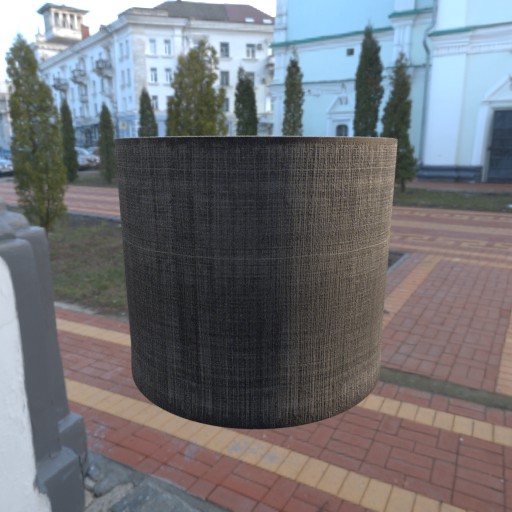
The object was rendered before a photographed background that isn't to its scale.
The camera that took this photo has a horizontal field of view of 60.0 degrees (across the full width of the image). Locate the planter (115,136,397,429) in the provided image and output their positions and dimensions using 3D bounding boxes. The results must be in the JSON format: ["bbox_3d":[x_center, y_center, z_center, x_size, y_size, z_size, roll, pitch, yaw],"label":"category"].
[{"bbox_3d":[0.000,0.000,0.310,0.178,0.157,0.178,0,14,0],"label":"planter"}]
